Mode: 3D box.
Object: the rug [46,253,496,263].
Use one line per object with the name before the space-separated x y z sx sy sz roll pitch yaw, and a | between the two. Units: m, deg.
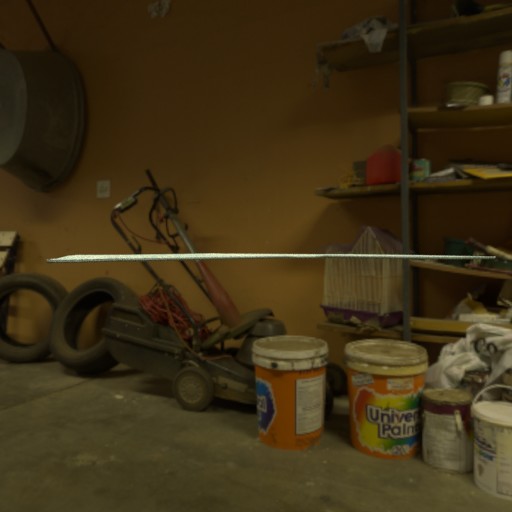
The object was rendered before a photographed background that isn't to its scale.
rug | 0.000 0.000 2.883 2.306 0.030 1.613 0 1 -18
